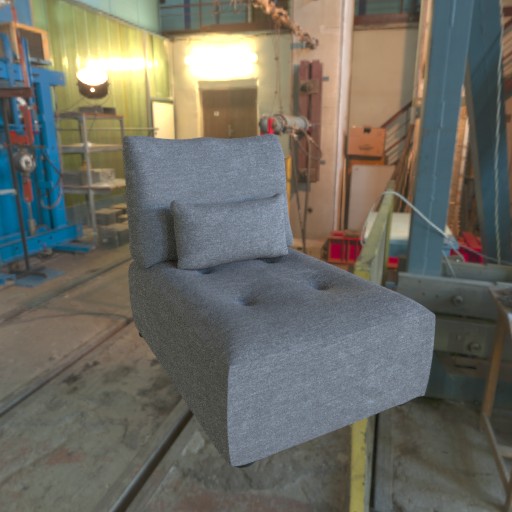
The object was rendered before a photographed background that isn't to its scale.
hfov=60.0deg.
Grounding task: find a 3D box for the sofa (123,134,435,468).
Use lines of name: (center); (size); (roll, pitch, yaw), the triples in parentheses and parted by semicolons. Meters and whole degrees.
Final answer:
sofa: (0.000, 0.000, 1.564); (0.700, 0.820, 1.000); (-8, 18, -27)
